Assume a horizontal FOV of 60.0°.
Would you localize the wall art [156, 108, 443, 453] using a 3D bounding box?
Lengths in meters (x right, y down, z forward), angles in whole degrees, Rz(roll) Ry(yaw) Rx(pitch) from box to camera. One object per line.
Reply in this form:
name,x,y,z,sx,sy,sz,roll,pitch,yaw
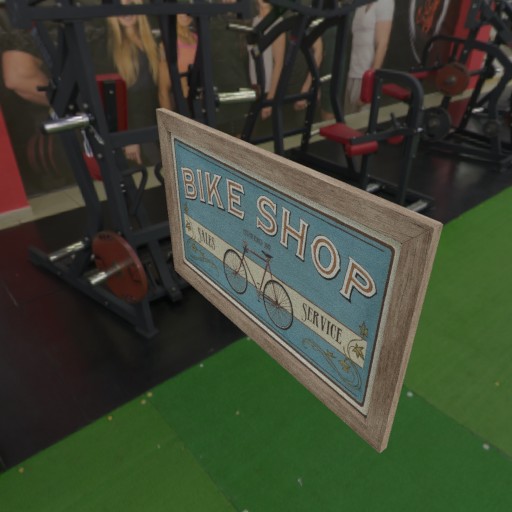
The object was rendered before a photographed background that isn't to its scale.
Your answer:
wall art,0.000,0.000,0.968,0.021,0.480,0.780,-22,39,-31
